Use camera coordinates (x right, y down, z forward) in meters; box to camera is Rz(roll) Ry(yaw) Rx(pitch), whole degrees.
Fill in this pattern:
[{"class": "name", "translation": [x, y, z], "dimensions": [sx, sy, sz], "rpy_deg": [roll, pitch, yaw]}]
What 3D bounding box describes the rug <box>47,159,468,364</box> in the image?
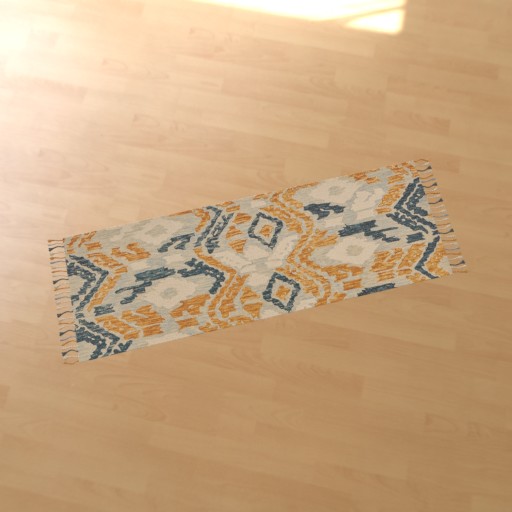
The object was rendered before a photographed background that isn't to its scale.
[{"class": "rug", "translation": [0.000, 0.000, 2.678], "dimensions": [2.437, 0.010, 0.783], "rpy_deg": [-13, 77, -3]}]
